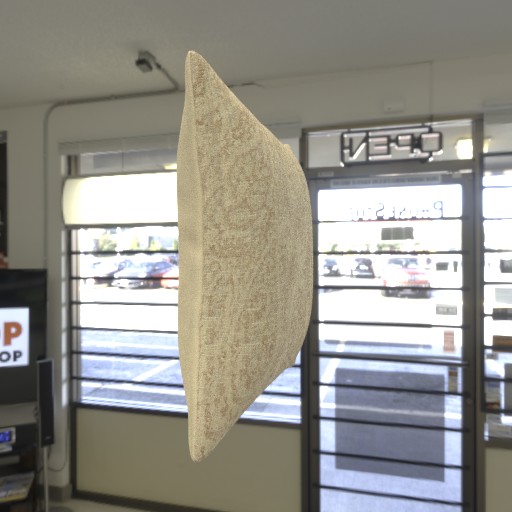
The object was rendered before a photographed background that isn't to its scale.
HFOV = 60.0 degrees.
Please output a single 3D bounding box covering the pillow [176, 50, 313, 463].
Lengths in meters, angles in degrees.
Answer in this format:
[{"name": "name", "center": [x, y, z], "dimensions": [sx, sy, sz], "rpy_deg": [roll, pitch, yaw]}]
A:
[{"name": "pillow", "center": [0.000, 0.000, 0.783], "dimensions": [0.166, 0.510, 0.523], "rpy_deg": [0, 0, 17]}]
